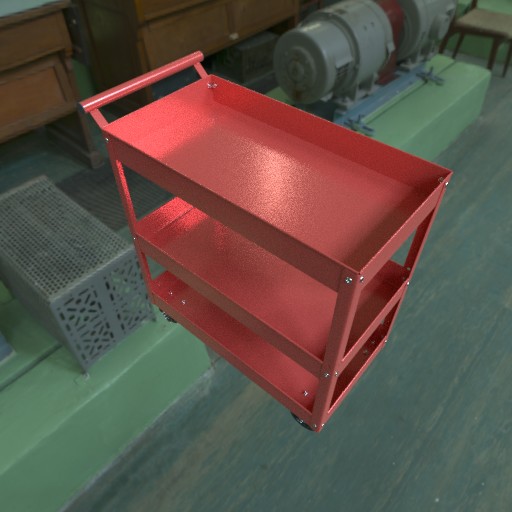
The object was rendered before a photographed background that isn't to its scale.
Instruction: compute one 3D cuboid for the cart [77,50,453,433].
[{"bbox_3d":[0.000,0.000,1.181,0.719,0.780,0.366,32,54,26],"label":"cart"}]
